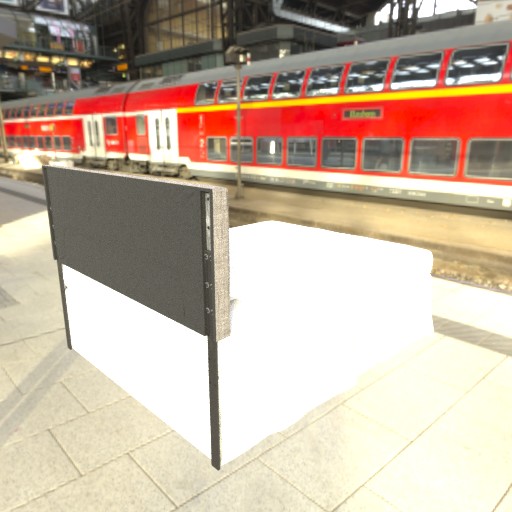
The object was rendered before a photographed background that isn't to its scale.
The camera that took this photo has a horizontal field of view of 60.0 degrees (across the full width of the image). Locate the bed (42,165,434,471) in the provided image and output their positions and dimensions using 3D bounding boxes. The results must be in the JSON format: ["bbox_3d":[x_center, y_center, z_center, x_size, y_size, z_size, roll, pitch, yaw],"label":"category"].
[{"bbox_3d":[0.000,0.000,2.859,1.958,1.168,1.621,-15,21,-42],"label":"bed"}]
